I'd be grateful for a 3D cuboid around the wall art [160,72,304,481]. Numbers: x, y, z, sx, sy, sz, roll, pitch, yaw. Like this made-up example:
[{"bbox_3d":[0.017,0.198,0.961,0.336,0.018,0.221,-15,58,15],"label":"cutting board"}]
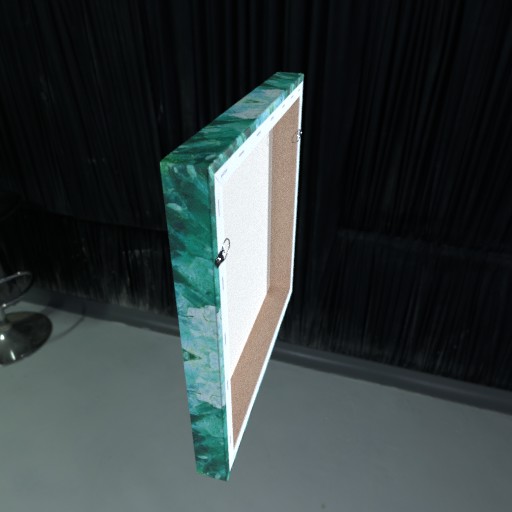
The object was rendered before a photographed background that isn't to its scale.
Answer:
[{"bbox_3d":[0.000,0.000,0.468,0.033,0.313,0.313,8,33,13],"label":"wall art"}]
